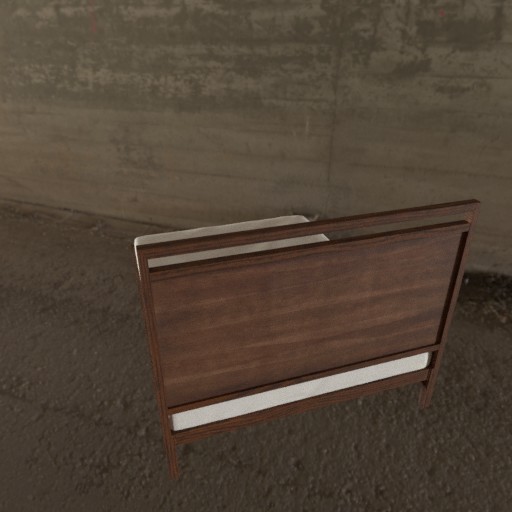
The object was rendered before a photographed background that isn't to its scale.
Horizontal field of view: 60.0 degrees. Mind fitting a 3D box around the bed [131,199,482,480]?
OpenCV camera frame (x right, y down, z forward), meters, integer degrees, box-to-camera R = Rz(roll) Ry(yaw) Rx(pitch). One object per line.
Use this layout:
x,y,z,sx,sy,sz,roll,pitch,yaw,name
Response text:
0.000,0.000,3.355,1.765,1.487,2.218,-9,30,-16,bed
